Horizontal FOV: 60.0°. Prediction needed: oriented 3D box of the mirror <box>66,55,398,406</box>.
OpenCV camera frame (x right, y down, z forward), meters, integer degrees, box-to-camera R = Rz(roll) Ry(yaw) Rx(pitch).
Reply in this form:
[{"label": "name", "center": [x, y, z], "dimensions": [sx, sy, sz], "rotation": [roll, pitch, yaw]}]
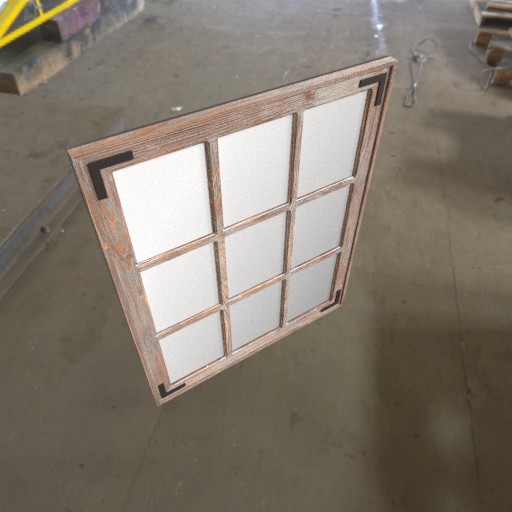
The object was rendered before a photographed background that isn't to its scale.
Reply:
[{"label": "mirror", "center": [0.000, 0.000, 1.179], "dimensions": [0.730, 0.882, 0.032], "rotation": [-24, 50, -22]}]
